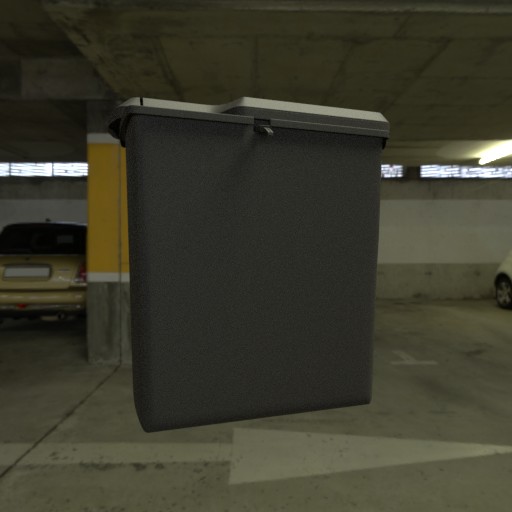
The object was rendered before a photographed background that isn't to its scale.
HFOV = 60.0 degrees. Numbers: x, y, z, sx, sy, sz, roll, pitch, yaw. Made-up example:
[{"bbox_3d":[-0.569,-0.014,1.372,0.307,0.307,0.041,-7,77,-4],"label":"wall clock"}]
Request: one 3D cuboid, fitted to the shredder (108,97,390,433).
[{"bbox_3d":[0.000,0.000,0.507,0.320,0.335,0.170,0,1,-19],"label":"shredder"}]
